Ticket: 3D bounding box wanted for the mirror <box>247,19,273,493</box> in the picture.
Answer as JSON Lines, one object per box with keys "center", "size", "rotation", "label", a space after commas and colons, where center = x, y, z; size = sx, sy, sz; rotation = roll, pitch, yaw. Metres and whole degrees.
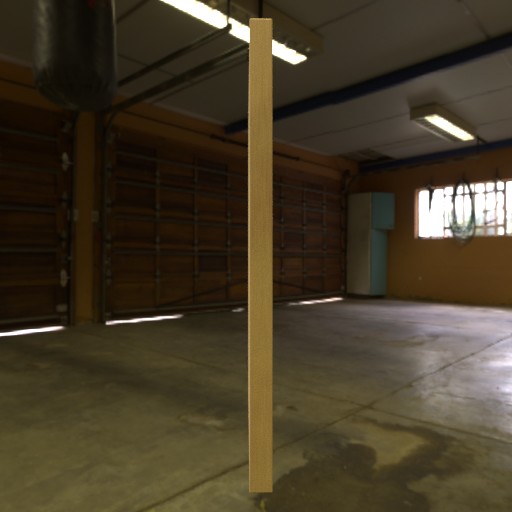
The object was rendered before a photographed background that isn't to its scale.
{"center": [0.000, 0.000, 0.917], "size": [0.039, 0.710, 0.507], "rotation": [0, 0, -1], "label": "mirror"}
